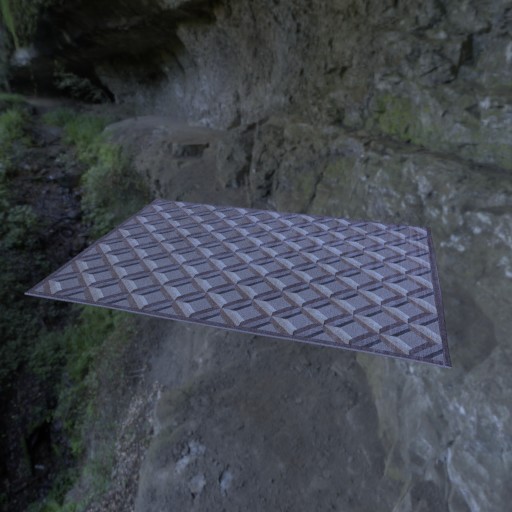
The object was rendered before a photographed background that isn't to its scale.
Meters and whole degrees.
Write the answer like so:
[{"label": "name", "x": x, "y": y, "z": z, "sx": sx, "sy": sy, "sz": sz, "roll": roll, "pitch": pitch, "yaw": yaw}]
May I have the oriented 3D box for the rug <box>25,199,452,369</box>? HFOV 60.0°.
[{"label": "rug", "x": 0.000, "y": 0.000, "z": 2.905, "sx": 2.260, "sy": 0.013, "sz": 1.600, "roll": 7, "pitch": 28, "yaw": 14}]
